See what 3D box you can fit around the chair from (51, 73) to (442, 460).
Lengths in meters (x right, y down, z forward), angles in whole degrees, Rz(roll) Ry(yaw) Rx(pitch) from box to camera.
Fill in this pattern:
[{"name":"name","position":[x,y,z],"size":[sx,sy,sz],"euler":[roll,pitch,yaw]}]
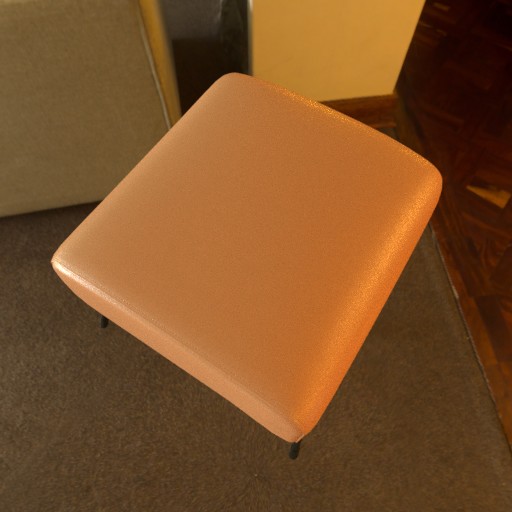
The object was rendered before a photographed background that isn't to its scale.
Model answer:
[{"name":"chair","position":[0.000,0.000,0.882],"size":[0.530,0.410,0.530],"euler":[30,67,14]}]
